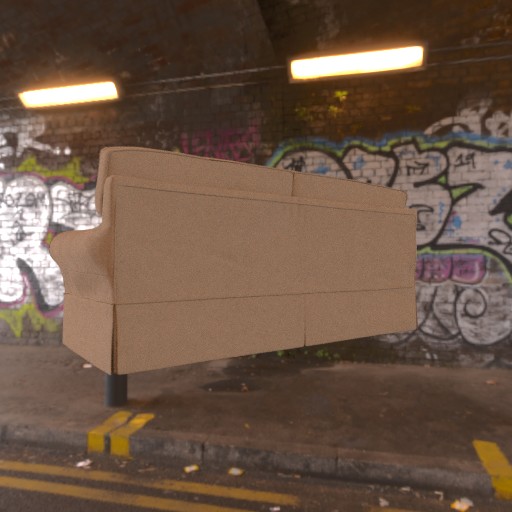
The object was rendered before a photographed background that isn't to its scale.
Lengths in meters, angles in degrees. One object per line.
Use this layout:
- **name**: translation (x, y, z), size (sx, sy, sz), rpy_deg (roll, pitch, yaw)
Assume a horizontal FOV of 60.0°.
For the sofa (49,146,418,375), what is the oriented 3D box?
- **sofa**: translation (0.000, 0.000, 2.783), size (2.246, 1.014, 0.900), rpy_deg (0, -1, -36)
